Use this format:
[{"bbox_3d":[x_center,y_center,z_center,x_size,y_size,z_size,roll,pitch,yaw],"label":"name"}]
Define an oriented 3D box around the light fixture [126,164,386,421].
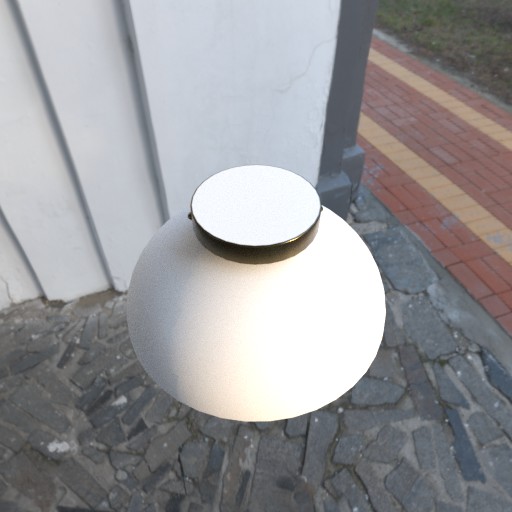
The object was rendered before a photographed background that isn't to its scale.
[{"bbox_3d":[0.000,0.000,0.565,0.355,0.177,0.355,0,45,0],"label":"light fixture"}]
